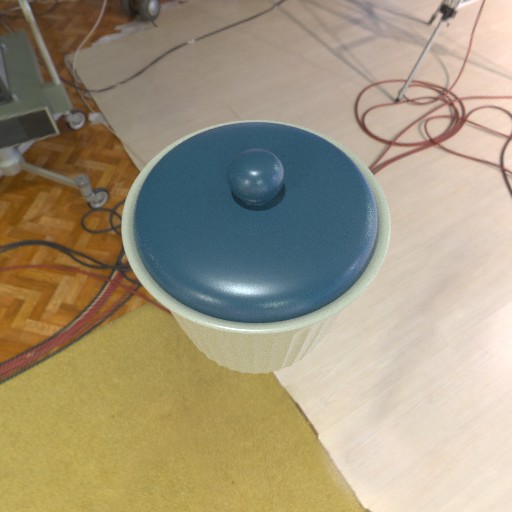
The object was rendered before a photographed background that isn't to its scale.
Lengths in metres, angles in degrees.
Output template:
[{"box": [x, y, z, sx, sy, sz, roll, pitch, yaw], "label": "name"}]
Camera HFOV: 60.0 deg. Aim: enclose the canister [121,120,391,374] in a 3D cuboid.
[{"box": [0.000, 0.000, 0.350, 0.181, 0.211, 0.181, 0, 57, 0], "label": "canister"}]
